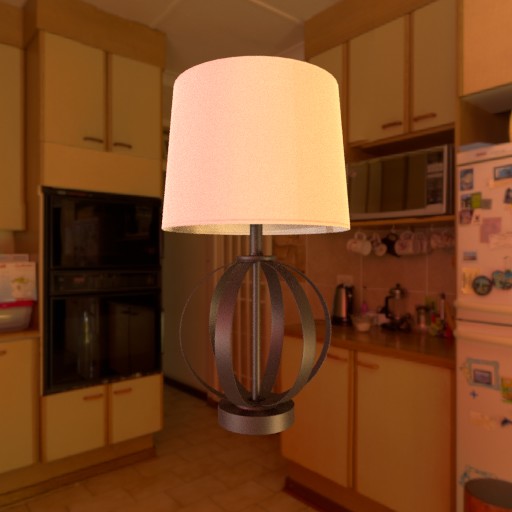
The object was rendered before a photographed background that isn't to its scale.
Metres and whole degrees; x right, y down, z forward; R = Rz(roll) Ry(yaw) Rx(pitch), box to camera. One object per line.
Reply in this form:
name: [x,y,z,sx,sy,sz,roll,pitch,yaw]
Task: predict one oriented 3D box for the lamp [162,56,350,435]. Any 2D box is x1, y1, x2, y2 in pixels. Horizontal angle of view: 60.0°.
lamp: [0.000,0.000,0.690,0.286,0.510,0.286,0,0,0]
